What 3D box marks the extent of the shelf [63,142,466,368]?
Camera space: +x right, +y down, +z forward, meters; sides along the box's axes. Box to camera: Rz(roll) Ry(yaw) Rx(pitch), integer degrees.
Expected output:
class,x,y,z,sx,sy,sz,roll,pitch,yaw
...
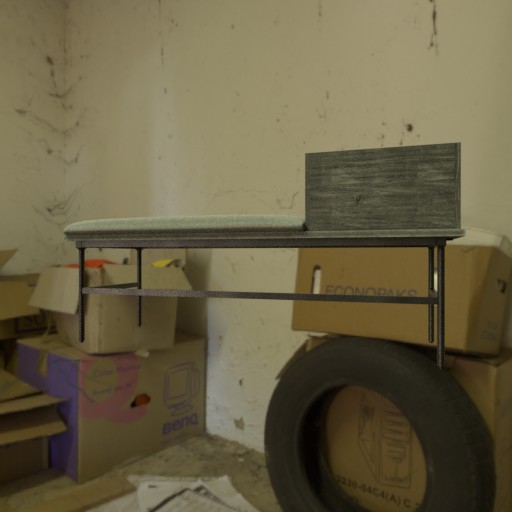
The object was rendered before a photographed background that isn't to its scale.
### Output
class,x,y,z,sx,sy,sz,roll,pitch,yaw
shelf,0.000,0.000,1.621,1.342,0.633,0.457,0,0,18
